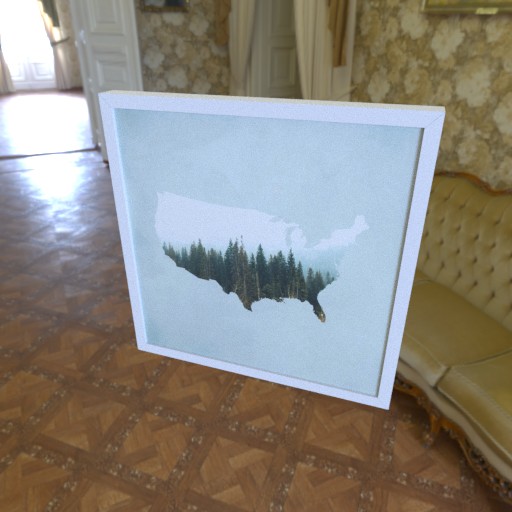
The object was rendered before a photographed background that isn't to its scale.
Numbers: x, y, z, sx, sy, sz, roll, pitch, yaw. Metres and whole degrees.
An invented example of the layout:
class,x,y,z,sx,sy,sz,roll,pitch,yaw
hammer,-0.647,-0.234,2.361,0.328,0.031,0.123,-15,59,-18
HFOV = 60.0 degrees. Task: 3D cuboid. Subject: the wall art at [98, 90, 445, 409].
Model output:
class,x,y,z,sx,sy,sz,roll,pitch,yaw
wall art,0.000,0.000,0.452,0.304,0.304,0.024,9,29,17
